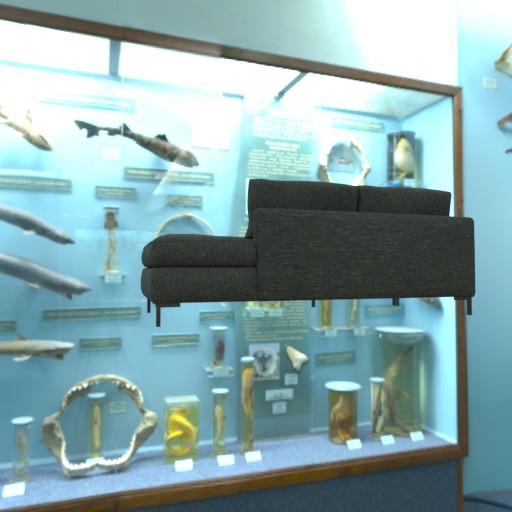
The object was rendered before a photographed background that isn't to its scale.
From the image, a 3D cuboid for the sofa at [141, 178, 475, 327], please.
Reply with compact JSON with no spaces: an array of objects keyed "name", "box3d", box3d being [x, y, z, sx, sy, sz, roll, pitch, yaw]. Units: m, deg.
[{"name":"sofa","box3d":[0.000,0.000,3.866,2.007,0.815,2.949,1,-2,-17]}]
